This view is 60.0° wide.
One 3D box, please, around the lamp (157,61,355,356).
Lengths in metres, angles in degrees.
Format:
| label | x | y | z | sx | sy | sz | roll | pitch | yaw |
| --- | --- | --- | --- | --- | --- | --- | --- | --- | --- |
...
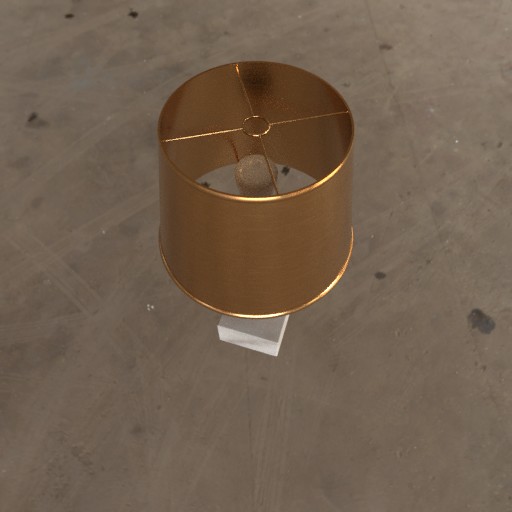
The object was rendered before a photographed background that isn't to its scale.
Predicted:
| label | x | y | z | sx | sy | sz | roll | pitch | yaw |
| --- | --- | --- | --- | --- | --- | --- | --- | --- | --- |
| lamp | 0.000 | 0.000 | 0.524 | 0.208 | 0.406 | 0.208 | 0 | 58 | 0 |
